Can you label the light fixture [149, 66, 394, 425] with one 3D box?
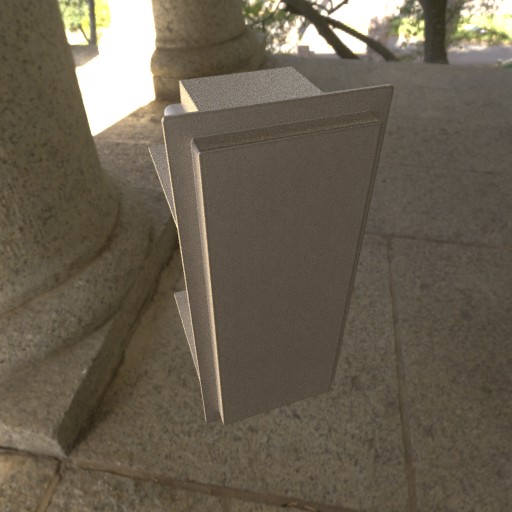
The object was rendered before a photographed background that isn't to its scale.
[{"bbox_3d":[0.000,0.000,0.467,0.168,0.380,0.160,-13,43,-15],"label":"light fixture"}]
